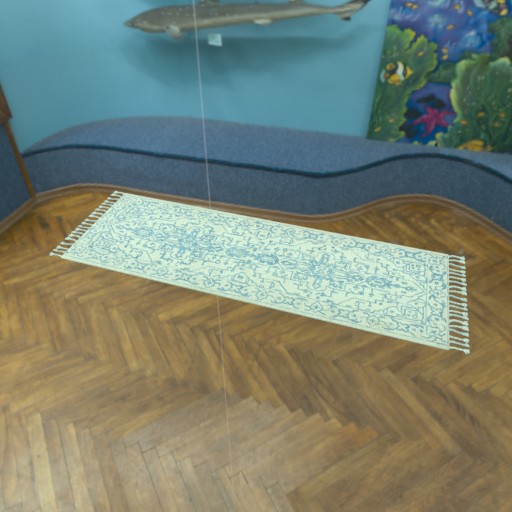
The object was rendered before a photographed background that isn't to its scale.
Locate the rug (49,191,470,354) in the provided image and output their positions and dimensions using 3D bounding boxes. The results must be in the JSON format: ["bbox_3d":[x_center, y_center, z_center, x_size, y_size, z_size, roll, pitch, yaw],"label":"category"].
[{"bbox_3d":[0.000,0.000,2.726,2.449,0.011,0.774,12,42,14],"label":"rug"}]
